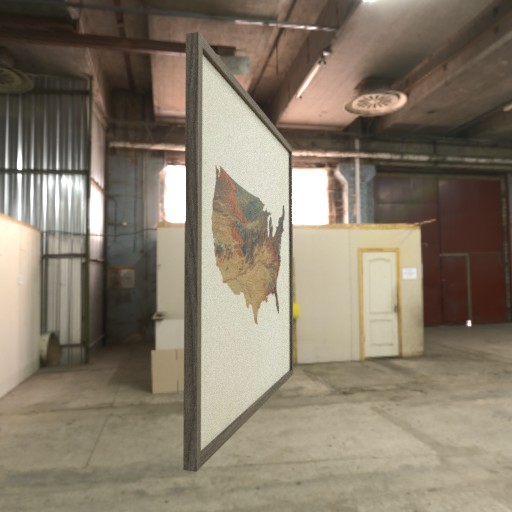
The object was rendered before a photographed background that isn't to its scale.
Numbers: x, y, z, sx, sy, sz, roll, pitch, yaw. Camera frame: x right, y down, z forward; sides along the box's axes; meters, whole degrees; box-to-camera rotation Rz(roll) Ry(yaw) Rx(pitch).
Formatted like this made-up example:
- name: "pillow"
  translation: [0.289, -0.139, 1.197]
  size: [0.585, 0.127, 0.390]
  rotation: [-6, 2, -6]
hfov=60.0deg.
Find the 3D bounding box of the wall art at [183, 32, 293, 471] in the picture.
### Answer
- name: "wall art"
  translation: [0.000, 0.000, 0.755]
  size: [0.016, 0.507, 0.508]
  rotation: [-1, -2, 17]
